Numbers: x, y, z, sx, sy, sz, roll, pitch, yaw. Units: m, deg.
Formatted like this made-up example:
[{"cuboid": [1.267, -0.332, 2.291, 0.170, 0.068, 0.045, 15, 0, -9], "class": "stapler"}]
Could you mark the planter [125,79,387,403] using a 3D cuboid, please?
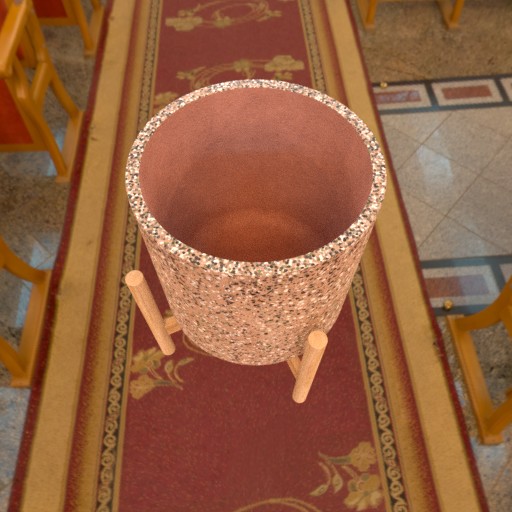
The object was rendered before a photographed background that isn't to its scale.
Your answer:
[{"cuboid": [0.000, 0.000, 0.697, 0.360, 0.419, 0.360, -2, 59, -1], "class": "planter"}]
